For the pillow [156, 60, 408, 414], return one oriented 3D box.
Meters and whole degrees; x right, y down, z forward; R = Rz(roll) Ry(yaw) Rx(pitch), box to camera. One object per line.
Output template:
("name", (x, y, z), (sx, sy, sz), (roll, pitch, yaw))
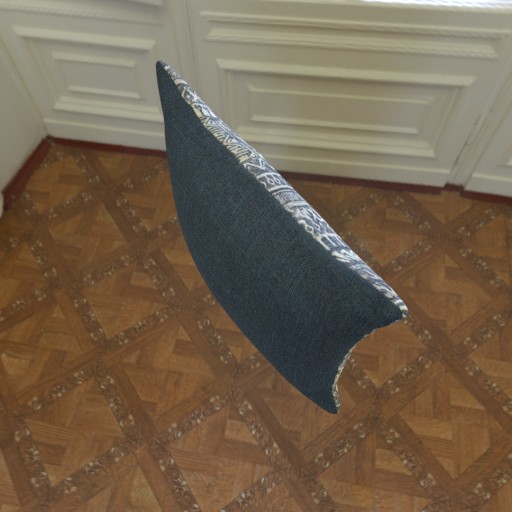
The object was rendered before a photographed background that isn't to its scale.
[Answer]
("pillow", (0.000, 0.000, 0.788), (0.180, 0.487, 0.546), (-32, 64, -18))
